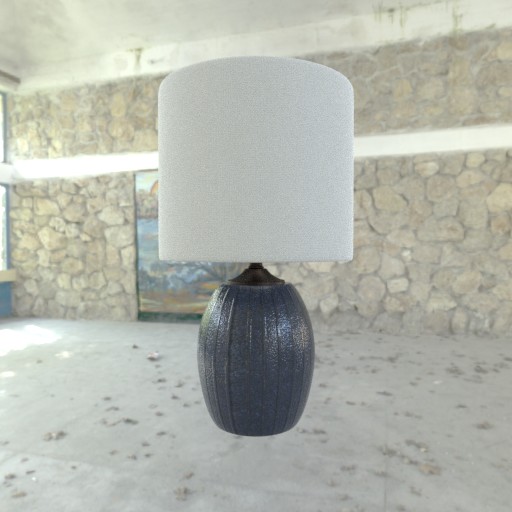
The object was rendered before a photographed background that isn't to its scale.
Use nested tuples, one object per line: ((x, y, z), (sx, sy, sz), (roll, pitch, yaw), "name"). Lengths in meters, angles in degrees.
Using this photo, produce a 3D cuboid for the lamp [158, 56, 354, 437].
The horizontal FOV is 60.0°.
((0.000, 0.000, 0.767), (0.329, 0.570, 0.329), (0, 1, 18), "lamp")
